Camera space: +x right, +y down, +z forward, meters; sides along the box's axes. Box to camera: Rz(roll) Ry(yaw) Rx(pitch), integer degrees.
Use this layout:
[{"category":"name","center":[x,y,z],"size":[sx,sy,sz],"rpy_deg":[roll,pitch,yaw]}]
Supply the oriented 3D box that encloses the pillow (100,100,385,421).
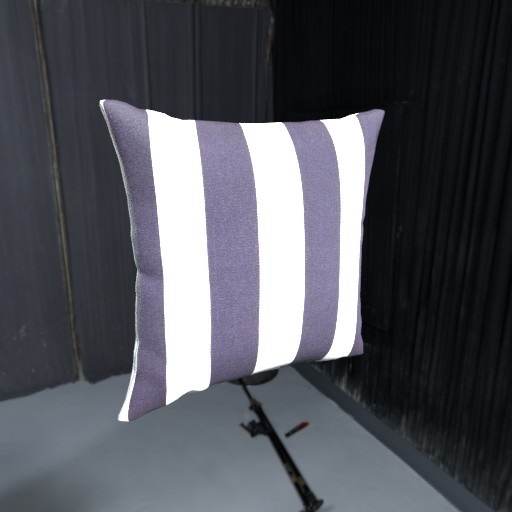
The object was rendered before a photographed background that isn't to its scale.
[{"category":"pillow","center":[0.000,0.000,0.813],"size":[0.536,0.526,0.189],"rpy_deg":[-8,17,-26]}]
